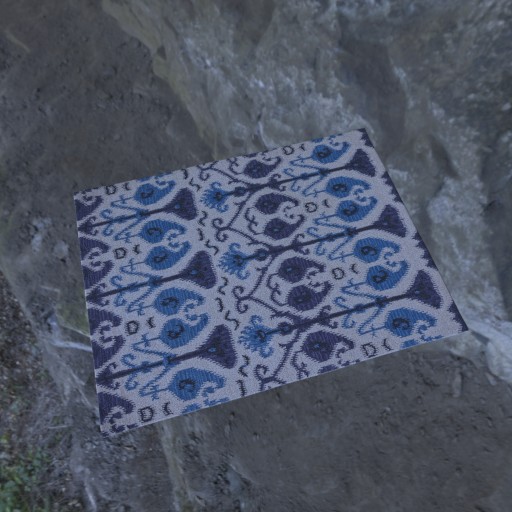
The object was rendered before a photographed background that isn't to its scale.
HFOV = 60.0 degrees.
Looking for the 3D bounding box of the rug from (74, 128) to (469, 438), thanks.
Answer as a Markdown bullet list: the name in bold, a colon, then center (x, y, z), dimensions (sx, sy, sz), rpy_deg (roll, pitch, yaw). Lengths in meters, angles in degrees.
- **rug**: center (0.000, 0.000, 4.235), dimensions (3.228, 0.024, 2.443), rpy_deg (-14, 64, -7)
